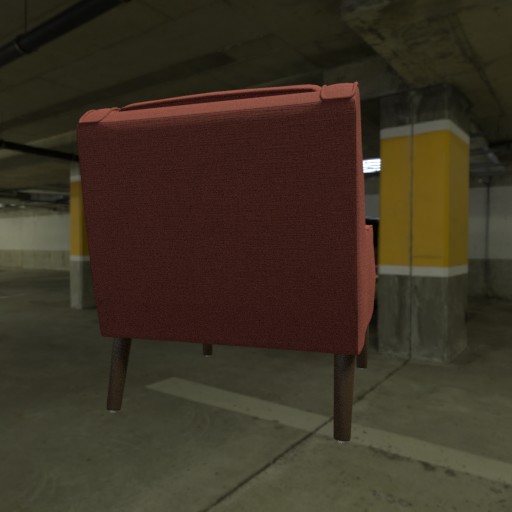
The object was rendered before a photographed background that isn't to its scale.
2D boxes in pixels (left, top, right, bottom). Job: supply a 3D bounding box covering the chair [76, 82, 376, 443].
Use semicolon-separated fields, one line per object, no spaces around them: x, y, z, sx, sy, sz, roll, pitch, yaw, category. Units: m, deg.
0.000;0.000;1.341;0.680;0.812;0.770;1;2;17;chair
